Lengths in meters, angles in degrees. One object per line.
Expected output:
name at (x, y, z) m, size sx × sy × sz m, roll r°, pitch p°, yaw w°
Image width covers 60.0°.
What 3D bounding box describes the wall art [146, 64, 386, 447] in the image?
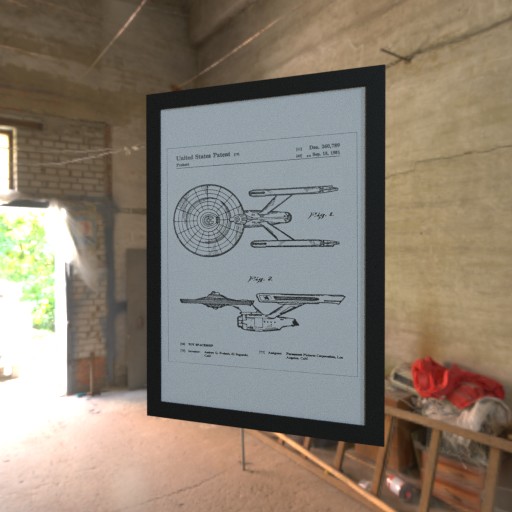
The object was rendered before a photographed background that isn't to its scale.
wall art at (0.000, 0.000, 0.677) m, size 0.379 × 0.530 × 0.008 m, roll 0°, pitch 1°, yaw 18°
